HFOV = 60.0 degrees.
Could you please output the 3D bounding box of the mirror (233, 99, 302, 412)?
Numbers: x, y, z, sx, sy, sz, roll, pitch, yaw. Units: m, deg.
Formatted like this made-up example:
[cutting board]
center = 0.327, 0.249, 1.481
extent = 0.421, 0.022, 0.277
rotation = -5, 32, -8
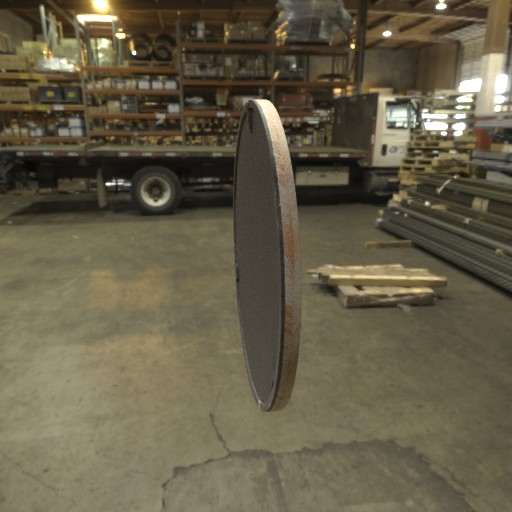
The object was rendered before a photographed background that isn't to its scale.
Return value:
[mirror]
center = 0.000, 0.000, 1.069
extent = 0.038, 0.710, 0.710
rotation = -3, 17, -9
